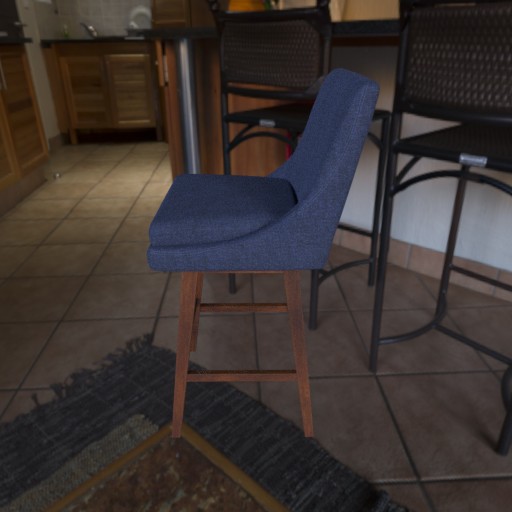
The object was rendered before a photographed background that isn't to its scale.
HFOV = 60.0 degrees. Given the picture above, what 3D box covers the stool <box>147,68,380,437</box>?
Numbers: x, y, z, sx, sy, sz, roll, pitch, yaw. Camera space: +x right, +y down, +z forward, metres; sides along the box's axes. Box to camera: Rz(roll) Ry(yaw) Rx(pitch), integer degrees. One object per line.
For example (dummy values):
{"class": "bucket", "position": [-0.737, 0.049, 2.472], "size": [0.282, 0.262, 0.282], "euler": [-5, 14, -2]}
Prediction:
{"class": "stool", "position": [0.000, 0.000, 1.392], "size": [0.572, 1.068, 0.489], "euler": [0, 27, 0]}
